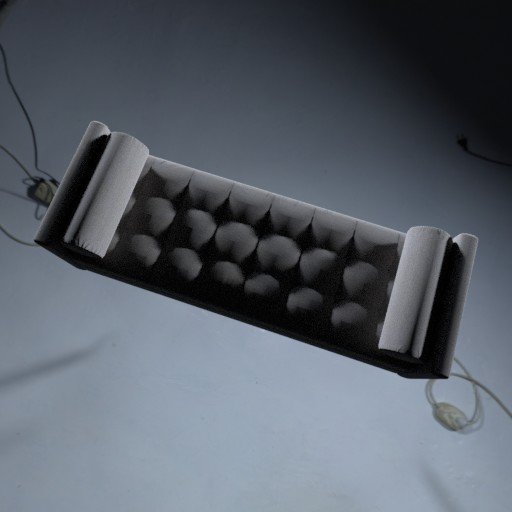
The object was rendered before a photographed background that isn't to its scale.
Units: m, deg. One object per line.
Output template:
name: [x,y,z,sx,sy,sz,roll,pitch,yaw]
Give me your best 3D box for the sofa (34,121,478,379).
sofa: [0.000,0.000,2.356,1.981,0.635,0.686,18,75,5]
